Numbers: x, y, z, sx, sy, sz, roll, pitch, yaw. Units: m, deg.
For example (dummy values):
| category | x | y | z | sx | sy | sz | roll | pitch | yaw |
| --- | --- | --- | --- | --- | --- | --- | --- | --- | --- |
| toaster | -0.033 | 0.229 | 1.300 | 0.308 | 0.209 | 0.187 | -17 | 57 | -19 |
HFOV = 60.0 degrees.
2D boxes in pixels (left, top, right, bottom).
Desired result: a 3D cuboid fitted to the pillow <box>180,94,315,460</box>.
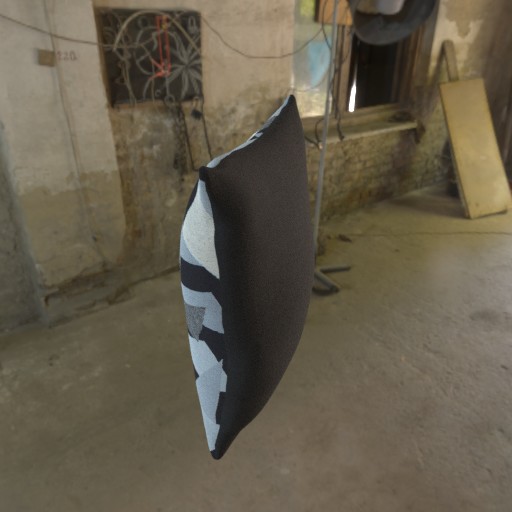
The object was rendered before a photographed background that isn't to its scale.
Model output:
| category | x | y | z | sx | sy | sz | roll | pitch | yaw |
| --- | --- | --- | --- | --- | --- | --- | --- | --- | --- |
| pillow | 0.000 | 0.000 | 0.811 | 0.208 | 0.496 | 0.503 | 8 | 29 | 14 |
